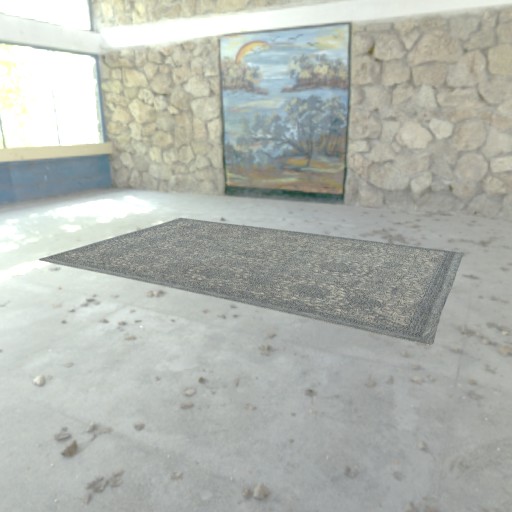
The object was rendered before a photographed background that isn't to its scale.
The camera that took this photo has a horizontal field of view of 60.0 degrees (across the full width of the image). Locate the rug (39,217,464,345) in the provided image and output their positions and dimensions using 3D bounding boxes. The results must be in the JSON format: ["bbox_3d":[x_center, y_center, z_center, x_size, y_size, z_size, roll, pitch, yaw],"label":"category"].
[{"bbox_3d":[0.000,0.000,3.046,2.498,0.022,1.535,9,19,27],"label":"rug"}]
